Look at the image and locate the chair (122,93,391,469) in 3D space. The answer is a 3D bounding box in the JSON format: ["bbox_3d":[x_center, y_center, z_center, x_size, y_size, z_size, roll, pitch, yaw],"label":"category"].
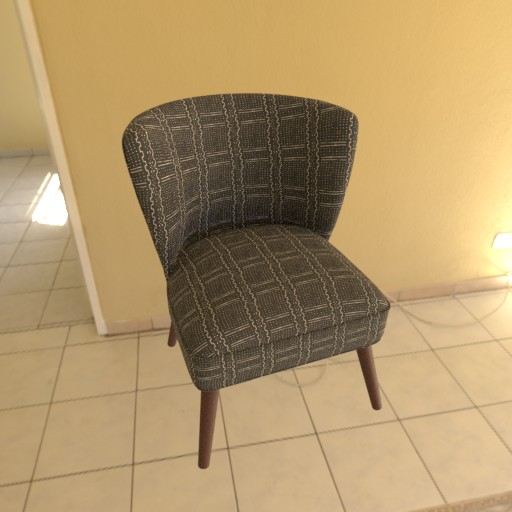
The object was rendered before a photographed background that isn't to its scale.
[{"bbox_3d":[0.000,0.000,1.421,0.710,0.866,0.758,-11,33,-18],"label":"chair"}]
